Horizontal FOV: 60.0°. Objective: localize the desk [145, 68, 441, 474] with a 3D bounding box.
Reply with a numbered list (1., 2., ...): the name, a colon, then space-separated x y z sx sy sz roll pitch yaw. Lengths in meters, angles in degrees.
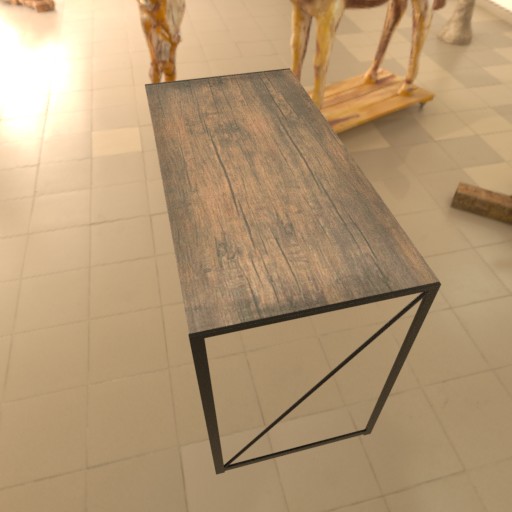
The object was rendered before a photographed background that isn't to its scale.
1. desk: 0.000 0.000 1.445 0.505 0.747 1.015 -10 47 -10
